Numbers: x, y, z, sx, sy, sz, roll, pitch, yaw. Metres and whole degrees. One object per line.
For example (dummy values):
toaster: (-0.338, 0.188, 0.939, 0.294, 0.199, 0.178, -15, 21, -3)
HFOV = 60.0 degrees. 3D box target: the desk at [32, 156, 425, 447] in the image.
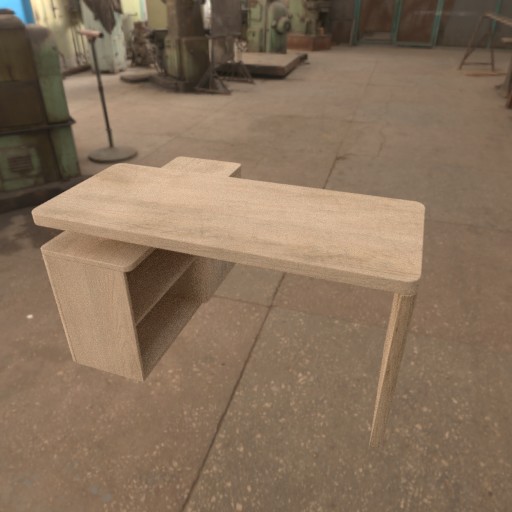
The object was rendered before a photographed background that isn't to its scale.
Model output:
desk: (0.000, 0.000, 2.123, 1.400, 0.770, 1.175, 10, 33, 16)
